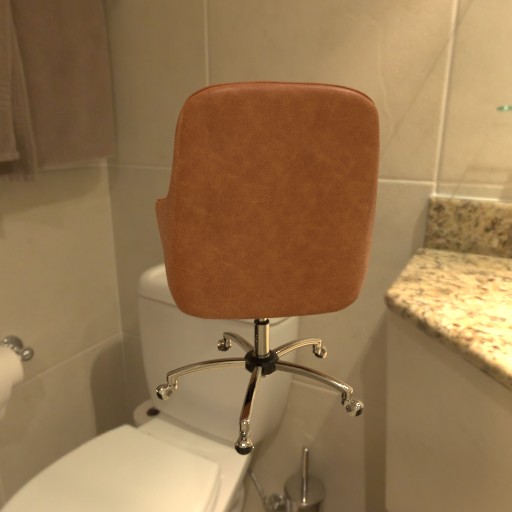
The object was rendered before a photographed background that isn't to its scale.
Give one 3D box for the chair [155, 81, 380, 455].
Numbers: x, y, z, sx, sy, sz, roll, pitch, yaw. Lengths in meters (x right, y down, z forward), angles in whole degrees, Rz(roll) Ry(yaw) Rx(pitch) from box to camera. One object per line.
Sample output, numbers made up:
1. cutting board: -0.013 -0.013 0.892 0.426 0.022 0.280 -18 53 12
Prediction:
1. chair: 0.000 0.000 1.305 0.628 0.909 0.615 -2 16 -8
